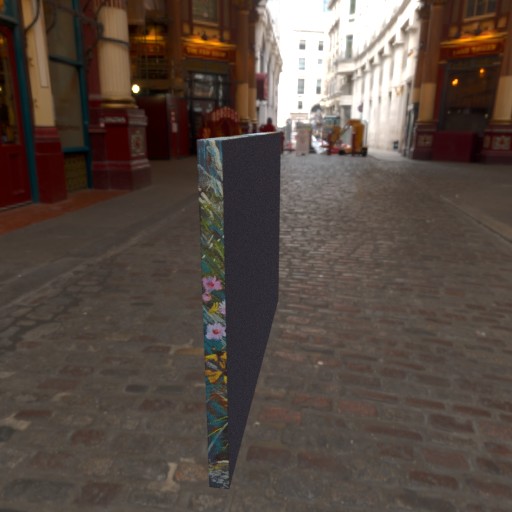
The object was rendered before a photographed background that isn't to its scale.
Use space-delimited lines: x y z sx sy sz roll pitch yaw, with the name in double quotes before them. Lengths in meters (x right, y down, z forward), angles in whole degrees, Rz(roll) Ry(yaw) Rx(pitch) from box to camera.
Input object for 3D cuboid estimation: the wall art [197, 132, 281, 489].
"wall art" 0.000 0.000 1.141 0.037 0.604 0.908 2 16 8
